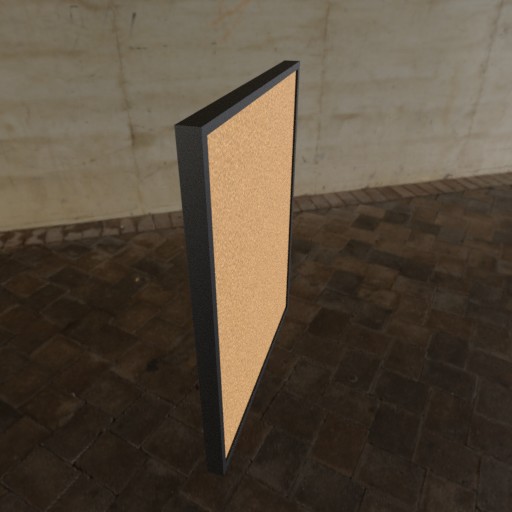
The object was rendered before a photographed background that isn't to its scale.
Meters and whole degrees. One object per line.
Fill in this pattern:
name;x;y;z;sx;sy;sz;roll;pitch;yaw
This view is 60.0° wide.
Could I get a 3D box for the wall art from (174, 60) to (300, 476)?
wall art;0.000;0.000;0.758;0.029;0.559;0.457;9;32;14
